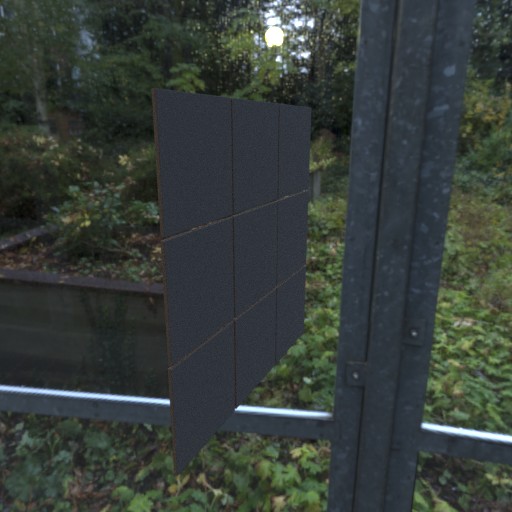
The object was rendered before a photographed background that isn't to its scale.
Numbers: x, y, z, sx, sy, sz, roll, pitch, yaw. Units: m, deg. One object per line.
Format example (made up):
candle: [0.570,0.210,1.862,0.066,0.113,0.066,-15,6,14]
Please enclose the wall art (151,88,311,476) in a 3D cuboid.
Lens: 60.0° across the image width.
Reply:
wall art: [0.000,0.000,1.839,0.013,1.216,1.216,8,18,25]
